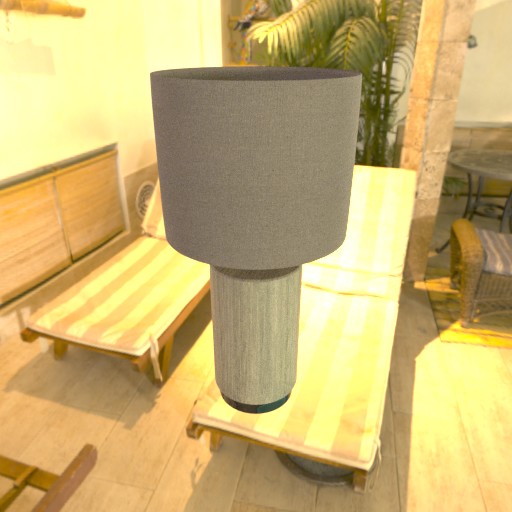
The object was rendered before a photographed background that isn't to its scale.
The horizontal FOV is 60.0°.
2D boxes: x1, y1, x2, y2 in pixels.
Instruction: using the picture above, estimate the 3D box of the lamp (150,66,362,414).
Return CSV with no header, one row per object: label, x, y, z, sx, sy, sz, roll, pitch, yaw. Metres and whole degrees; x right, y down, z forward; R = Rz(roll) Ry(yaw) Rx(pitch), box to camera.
lamp,0.000,0.000,0.579,0.228,0.444,0.228,8,27,16
